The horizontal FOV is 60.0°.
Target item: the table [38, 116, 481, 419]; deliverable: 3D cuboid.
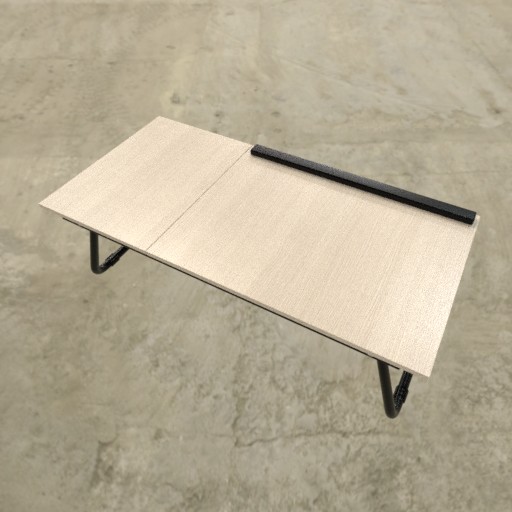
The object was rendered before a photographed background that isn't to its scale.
[{"bbox_3d":[0.000,0.000,0.798,0.644,0.242,0.322,22,51,19],"label":"table"}]
